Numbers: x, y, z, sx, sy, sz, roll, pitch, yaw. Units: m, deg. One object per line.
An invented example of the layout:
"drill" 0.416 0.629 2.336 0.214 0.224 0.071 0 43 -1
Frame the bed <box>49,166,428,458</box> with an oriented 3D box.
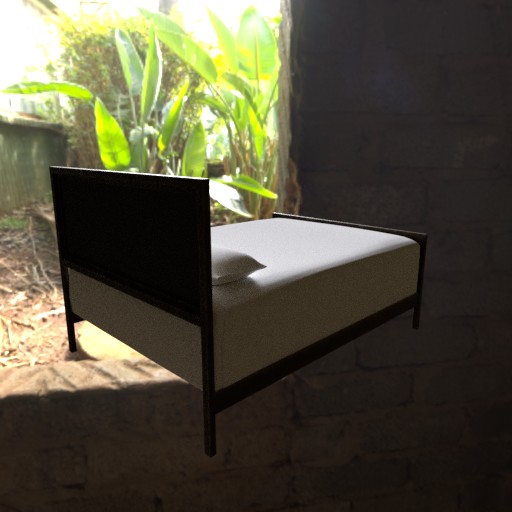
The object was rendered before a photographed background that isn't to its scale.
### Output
"bed" 0.000 0.000 3.265 1.607 1.313 2.221 14 19 43
